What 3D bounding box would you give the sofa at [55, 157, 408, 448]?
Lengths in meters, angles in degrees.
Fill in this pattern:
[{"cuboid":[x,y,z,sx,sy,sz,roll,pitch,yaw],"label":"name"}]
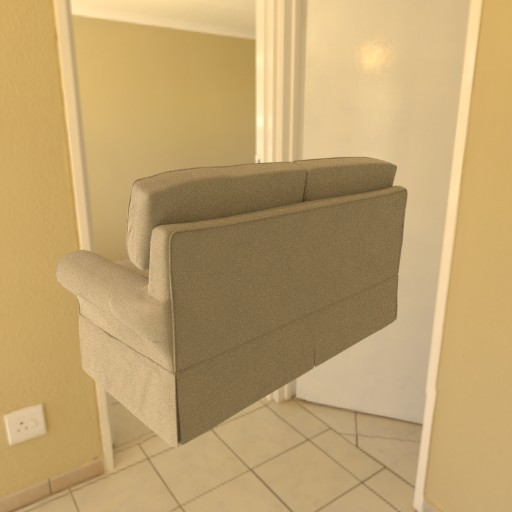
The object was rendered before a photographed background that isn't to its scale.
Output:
[{"cuboid":[0.000,0.000,2.372,1.823,1.024,0.841,-15,22,-43],"label":"sofa"}]
